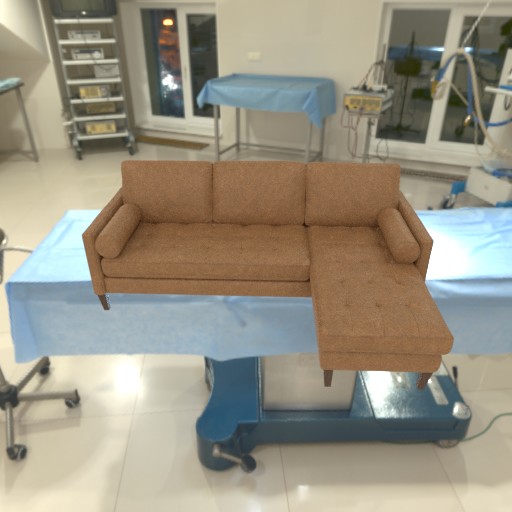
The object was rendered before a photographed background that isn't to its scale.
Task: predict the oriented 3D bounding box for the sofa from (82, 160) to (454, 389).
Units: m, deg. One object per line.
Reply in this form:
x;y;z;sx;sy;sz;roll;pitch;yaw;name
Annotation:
0.000;0.000;2.851;2.178;0.876;1.506;1;30;2;sofa
